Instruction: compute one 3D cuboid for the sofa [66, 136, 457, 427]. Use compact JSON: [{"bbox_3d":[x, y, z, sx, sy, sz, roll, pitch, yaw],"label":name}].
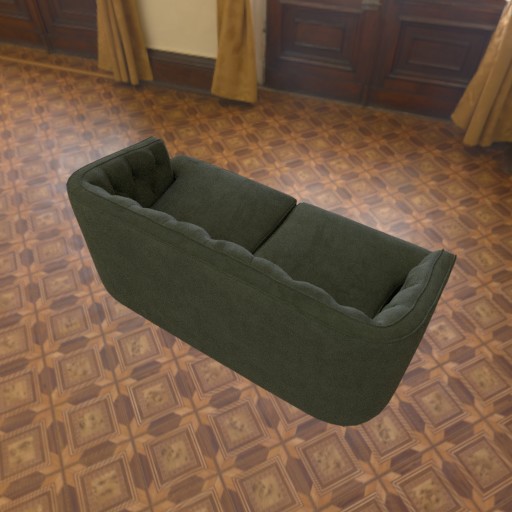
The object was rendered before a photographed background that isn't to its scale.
[{"bbox_3d":[0.000,0.000,2.240,1.733,0.855,0.941,25,52,21],"label":"sofa"}]
